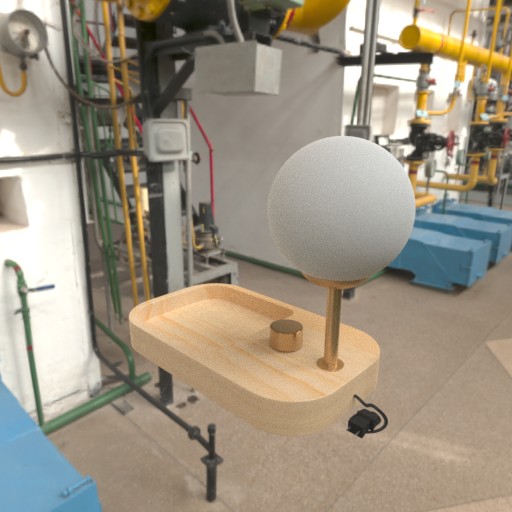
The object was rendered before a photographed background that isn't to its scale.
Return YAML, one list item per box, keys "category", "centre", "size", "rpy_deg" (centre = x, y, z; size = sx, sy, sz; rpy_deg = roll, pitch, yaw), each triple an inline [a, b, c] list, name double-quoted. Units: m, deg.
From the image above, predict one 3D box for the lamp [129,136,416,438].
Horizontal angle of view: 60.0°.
- category: "lamp"
  centre: [0.000, 0.000, 0.473]
  size: [0.331, 0.253, 0.173]
  rpy_deg: [16, 23, 41]
